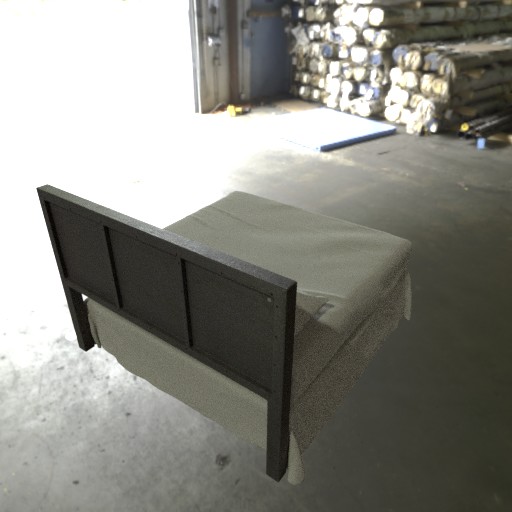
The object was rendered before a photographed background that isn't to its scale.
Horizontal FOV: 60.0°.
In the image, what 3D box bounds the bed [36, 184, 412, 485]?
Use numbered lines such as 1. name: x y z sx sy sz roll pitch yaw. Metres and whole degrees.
1. bed: 0.000 0.000 2.874 1.772 1.142 1.785 21 37 31
